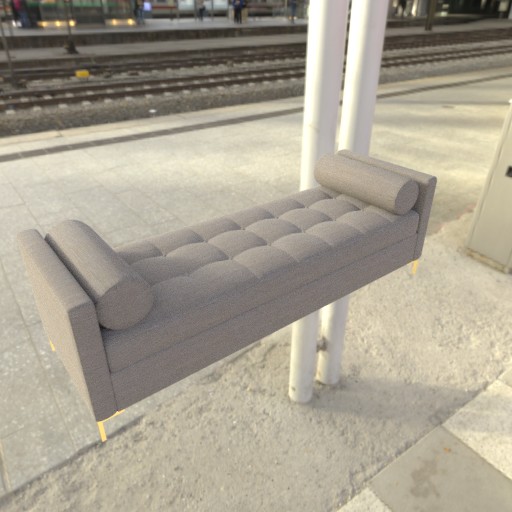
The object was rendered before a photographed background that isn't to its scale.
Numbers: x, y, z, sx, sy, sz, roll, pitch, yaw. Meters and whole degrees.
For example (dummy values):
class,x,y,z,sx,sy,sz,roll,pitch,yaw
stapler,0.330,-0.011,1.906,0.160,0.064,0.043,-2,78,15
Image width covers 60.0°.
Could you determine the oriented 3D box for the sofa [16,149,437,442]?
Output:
class,x,y,z,sx,sy,sz,roll,pitch,yaw
sofa,0.000,0.000,2.259,1.981,0.635,0.686,-21,36,-32
